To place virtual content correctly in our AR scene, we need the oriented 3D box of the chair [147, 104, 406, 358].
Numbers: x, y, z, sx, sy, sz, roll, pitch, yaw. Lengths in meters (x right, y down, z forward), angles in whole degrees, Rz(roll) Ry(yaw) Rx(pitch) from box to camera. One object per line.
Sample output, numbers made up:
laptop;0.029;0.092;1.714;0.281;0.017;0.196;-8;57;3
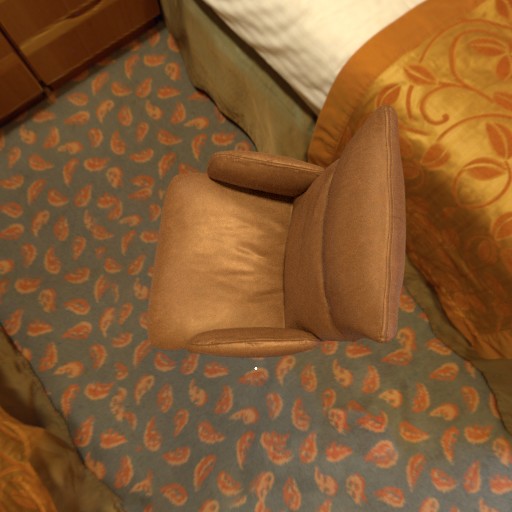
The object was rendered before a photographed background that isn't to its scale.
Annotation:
chair;0.000;0.000;1.568;0.794;1.027;0.711;5;76;1
